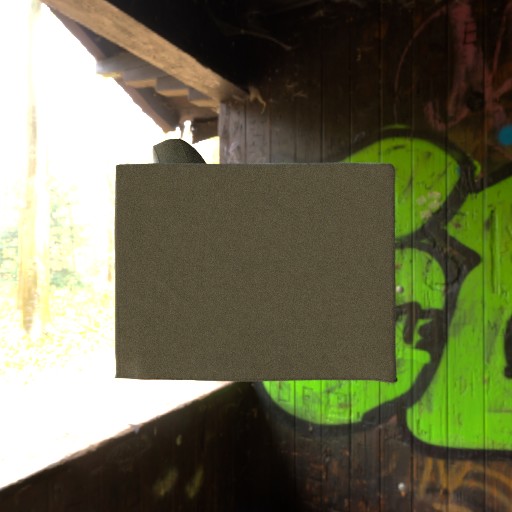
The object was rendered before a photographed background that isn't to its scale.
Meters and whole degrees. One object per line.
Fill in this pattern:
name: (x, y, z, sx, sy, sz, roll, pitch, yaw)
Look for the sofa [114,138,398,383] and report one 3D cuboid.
sofa: (0.000, 0.000, 2.278, 0.944, 0.830, 1.727, 0, -1, 0)
